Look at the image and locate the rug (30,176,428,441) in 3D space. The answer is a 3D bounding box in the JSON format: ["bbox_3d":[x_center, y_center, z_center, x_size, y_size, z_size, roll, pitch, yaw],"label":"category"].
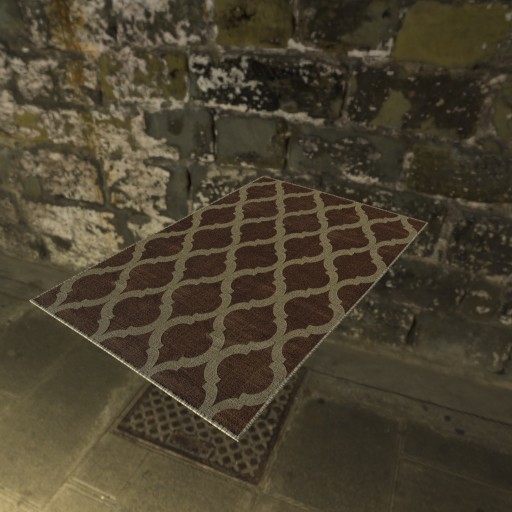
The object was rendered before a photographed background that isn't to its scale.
[{"bbox_3d":[0.000,0.000,2.908,1.522,0.008,2.284,22,38,30],"label":"rug"}]
